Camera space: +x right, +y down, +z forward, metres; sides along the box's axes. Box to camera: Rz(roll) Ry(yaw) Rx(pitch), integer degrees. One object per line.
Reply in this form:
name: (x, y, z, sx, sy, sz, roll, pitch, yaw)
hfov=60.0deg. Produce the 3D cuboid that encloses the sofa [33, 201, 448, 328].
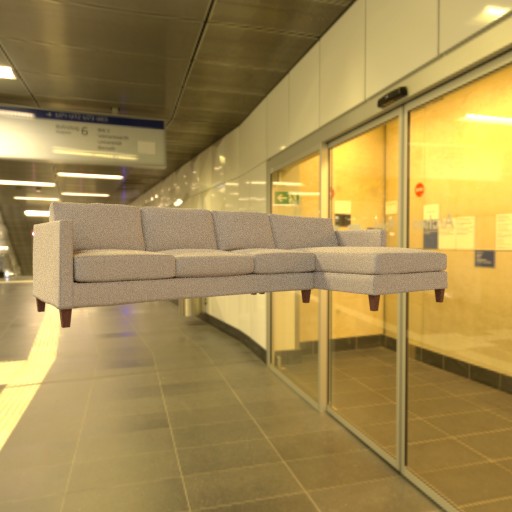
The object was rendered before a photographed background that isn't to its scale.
sofa: (0.000, 0.000, 3.761, 3.186, 0.861, 1.625, -1, 2, -36)
